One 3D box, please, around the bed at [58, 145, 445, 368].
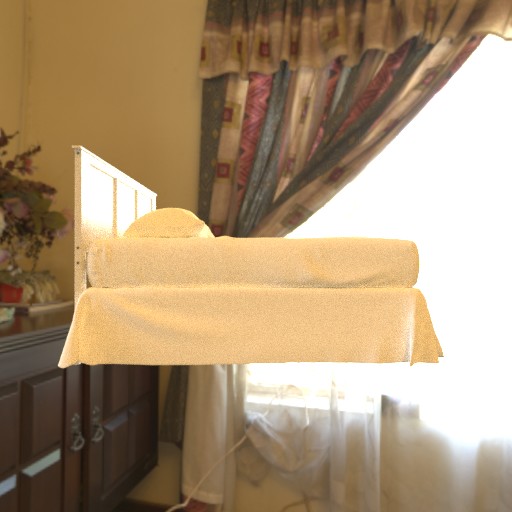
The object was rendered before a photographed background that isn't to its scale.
[{"bbox_3d":[0.000,0.000,3.597,2.215,1.273,2.317,0,0,0],"label":"bed"}]
